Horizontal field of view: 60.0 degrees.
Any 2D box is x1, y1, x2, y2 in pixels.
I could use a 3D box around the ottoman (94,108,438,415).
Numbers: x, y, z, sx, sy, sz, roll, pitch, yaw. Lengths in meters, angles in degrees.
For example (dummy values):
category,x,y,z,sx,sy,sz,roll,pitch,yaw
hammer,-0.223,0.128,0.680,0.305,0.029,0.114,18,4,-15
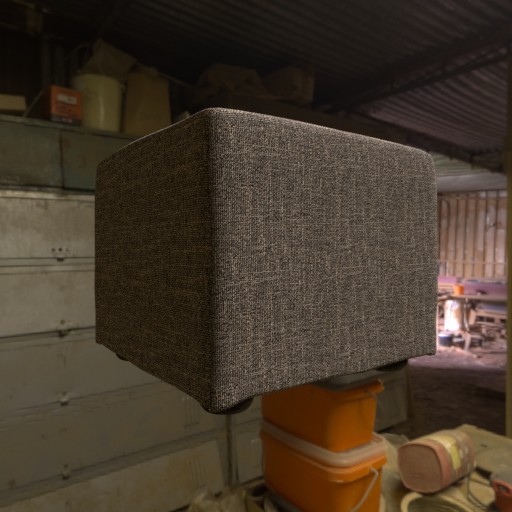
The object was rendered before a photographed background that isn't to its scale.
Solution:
category,x,y,z,sx,sy,sz,roll,pitch,yaw
ottoman,0.000,0.000,0.909,0.521,0.453,0.512,-1,1,-36
